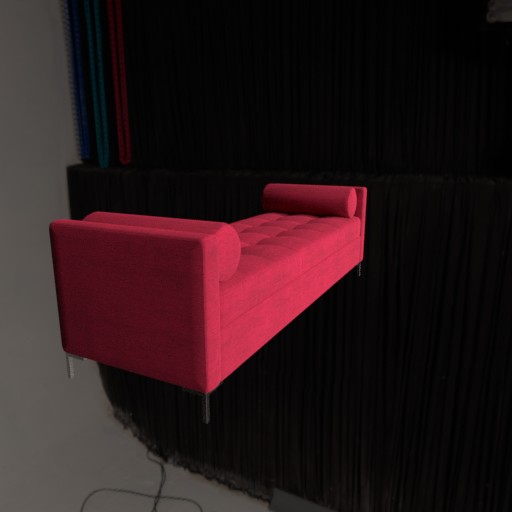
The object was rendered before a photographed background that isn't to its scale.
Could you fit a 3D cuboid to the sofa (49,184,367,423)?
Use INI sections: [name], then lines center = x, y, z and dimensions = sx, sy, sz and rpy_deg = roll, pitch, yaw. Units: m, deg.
[sofa]
center = 0.000, 0.000, 2.373
dimensions = 0.686, 0.635, 1.981
rpy_deg = 7, 15, 26
